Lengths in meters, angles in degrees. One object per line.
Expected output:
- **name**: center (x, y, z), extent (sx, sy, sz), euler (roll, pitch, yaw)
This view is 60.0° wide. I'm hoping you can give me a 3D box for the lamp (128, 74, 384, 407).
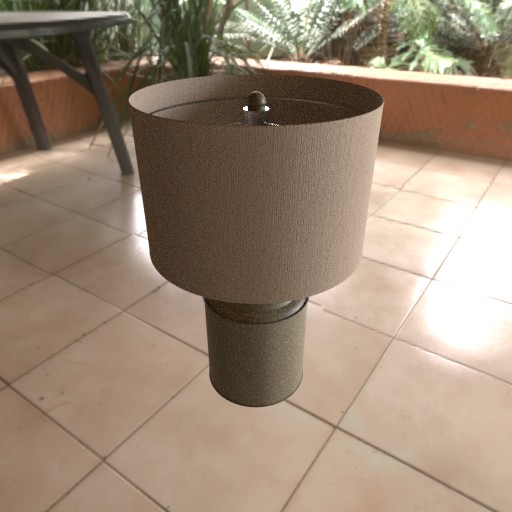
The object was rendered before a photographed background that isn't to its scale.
- **lamp**: center (0.000, 0.000, 0.688), extent (0.318, 0.486, 0.318), euler (0, 31, 0)
